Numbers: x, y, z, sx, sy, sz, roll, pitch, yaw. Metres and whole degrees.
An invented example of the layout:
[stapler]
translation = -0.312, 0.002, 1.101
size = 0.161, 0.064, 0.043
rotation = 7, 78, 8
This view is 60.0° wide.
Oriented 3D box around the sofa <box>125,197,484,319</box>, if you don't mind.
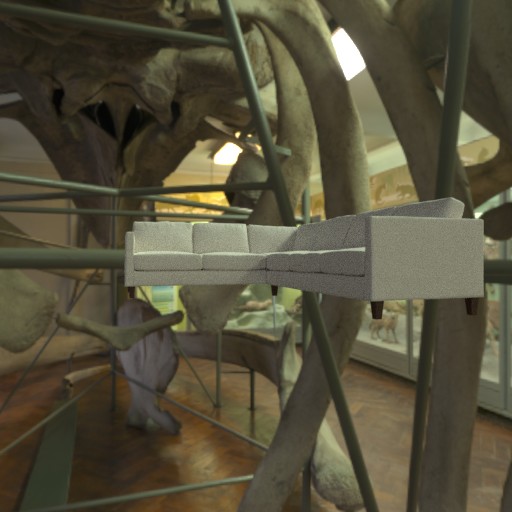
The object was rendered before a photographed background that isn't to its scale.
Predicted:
[sofa]
translation = 0.000, 0.000, 4.300
size = 2.432, 0.863, 3.182
rotation = 0, -1, -17
